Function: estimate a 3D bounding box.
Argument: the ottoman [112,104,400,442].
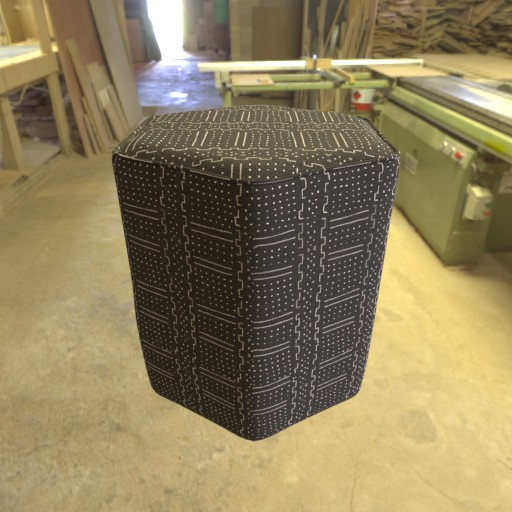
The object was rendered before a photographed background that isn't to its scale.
[{"bbox_3d":[0.000,0.000,0.872,0.443,0.502,0.494,1,29,1],"label":"ottoman"}]
